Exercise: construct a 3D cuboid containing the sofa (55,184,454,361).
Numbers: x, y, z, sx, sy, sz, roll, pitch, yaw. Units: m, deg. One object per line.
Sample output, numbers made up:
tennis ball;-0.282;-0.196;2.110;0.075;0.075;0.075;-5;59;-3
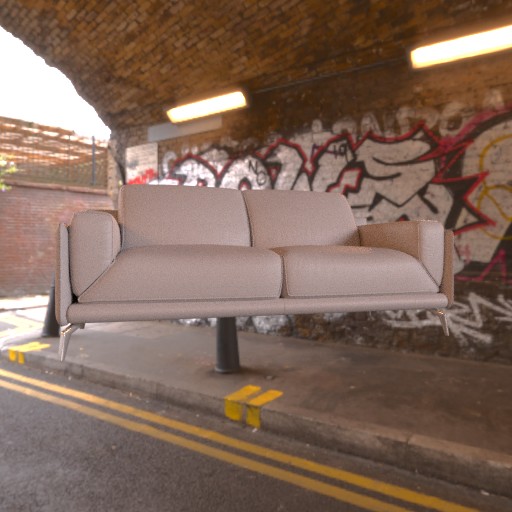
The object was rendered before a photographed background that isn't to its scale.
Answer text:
sofa;0.000;0.000;2.645;2.101;0.930;1.049;0;0;-17
